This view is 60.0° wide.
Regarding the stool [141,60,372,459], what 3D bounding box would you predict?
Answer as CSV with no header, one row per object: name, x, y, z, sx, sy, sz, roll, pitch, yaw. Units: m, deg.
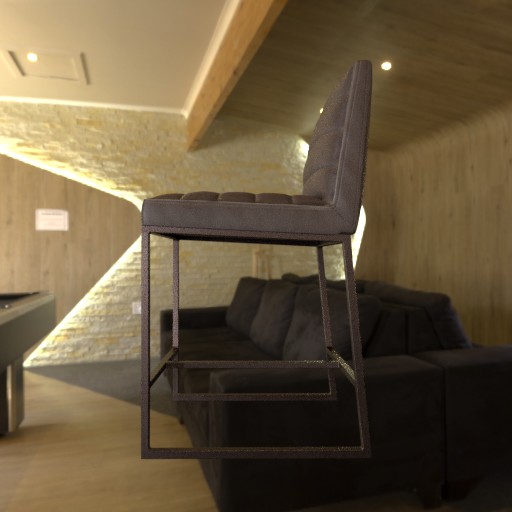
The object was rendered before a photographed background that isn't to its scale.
stool,0.000,0.000,1.252,0.562,0.946,0.463,0,0,-1
